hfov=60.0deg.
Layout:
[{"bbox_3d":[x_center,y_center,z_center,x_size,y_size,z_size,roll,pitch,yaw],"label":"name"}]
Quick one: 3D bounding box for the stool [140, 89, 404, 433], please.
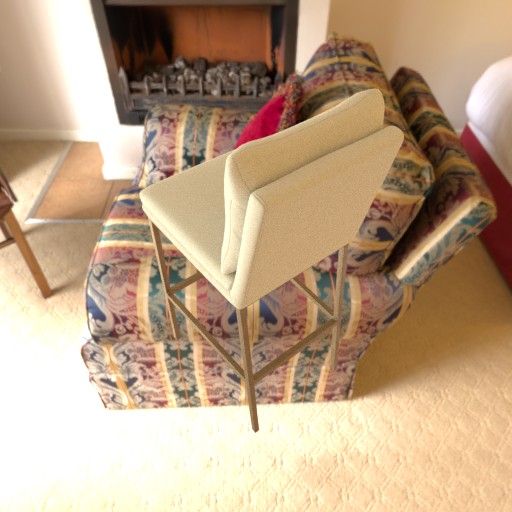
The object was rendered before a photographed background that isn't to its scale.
[{"bbox_3d":[0.000,0.000,1.425,0.463,1.125,0.572,-30,53,-26],"label":"stool"}]
